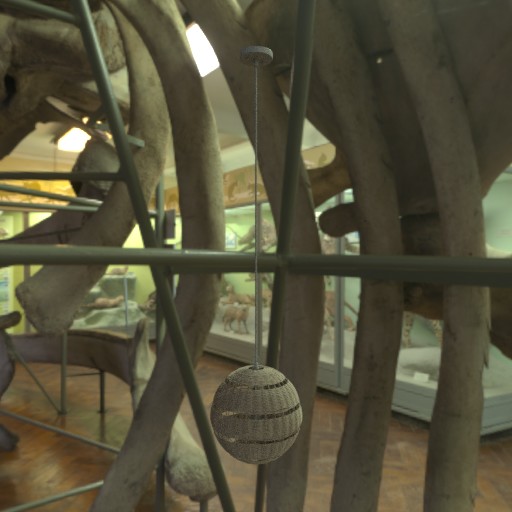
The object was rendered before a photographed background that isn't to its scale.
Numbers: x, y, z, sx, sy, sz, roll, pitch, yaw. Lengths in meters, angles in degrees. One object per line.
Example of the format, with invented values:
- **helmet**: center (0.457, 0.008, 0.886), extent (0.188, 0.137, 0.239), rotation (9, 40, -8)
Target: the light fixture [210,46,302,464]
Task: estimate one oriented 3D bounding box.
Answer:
- **light fixture**: center (0.000, 0.000, 2.216), extent (0.457, 2.019, 0.457), rotation (0, 0, -36)
